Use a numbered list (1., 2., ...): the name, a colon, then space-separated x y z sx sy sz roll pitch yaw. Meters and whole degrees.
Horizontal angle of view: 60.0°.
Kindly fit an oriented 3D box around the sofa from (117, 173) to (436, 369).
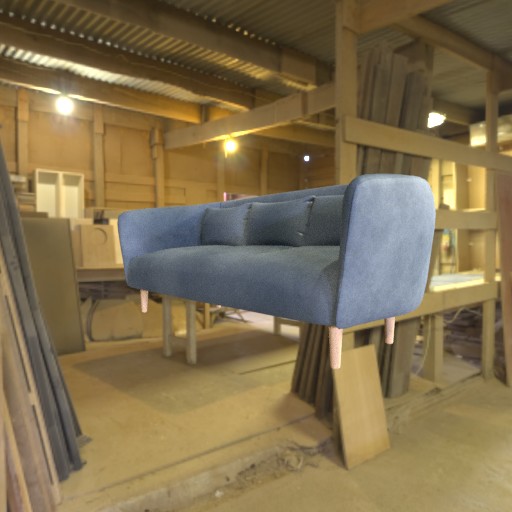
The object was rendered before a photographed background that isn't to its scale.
1. sofa: 0.000 0.000 2.507 0.849 0.795 2.095 -1 2 -38
